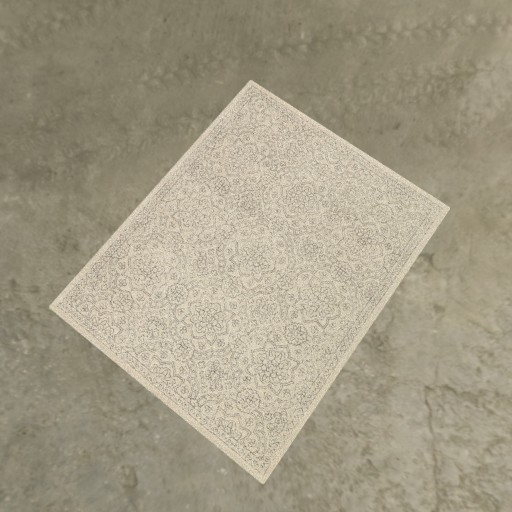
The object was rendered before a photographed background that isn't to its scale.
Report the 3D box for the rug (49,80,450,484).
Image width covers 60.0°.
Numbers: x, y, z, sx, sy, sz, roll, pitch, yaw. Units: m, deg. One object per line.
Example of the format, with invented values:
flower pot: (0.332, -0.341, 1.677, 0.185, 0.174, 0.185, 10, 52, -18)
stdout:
rug: (0.000, 0.000, 4.174, 2.441, 0.015, 3.050, 36, 77, 10)
